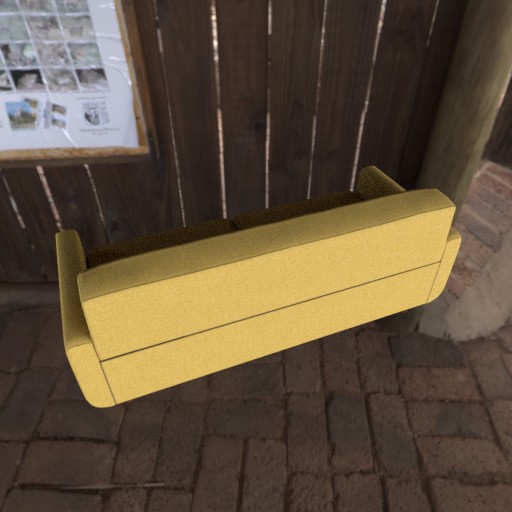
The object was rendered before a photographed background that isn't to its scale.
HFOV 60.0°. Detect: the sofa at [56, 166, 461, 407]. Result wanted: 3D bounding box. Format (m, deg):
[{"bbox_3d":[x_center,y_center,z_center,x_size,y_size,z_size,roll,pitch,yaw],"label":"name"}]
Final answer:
[{"bbox_3d":[0.000,0.000,2.498,2.029,0.841,0.909,-14,42,-16],"label":"sofa"}]
